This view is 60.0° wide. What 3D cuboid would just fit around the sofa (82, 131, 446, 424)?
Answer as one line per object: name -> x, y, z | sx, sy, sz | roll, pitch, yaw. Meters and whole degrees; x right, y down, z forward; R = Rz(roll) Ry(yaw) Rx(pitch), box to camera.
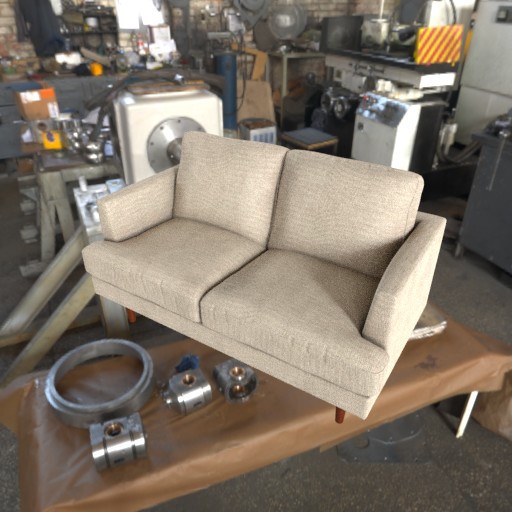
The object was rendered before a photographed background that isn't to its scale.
sofa -> 0.000, 0.000, 2.199 | 1.582, 0.944, 0.903 | 18, 35, 28
